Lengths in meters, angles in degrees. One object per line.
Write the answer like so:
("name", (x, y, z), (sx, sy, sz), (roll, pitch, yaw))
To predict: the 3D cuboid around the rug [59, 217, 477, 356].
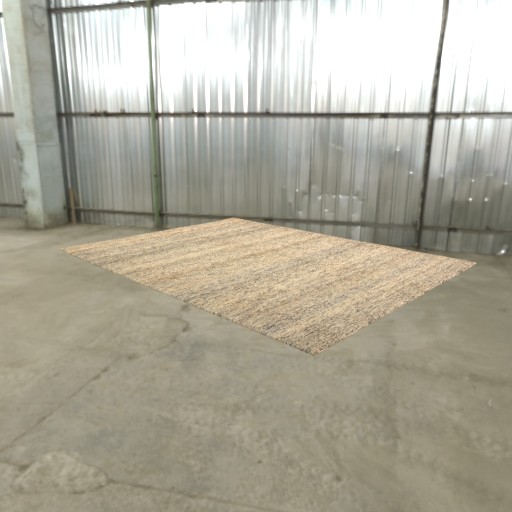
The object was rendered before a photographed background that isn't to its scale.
("rug", (0.000, 0.000, 4.231), (3.199, 0.036, 2.414), (14, 21, 42))
